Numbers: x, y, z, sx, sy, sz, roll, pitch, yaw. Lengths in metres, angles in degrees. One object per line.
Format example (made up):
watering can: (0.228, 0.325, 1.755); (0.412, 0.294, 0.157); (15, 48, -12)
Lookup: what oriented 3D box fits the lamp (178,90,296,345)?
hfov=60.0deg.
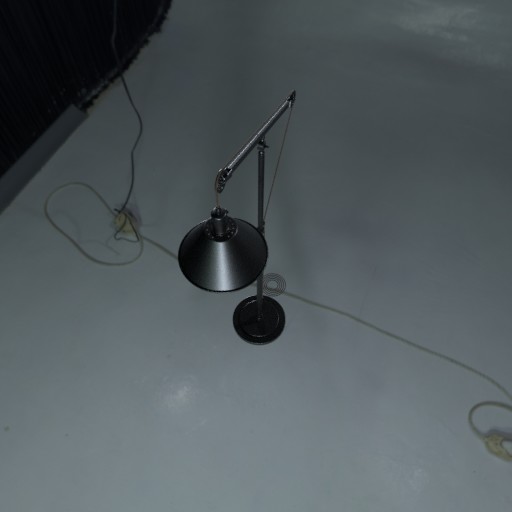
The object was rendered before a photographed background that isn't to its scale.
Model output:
lamp: (0.000, 0.000, 1.974); (0.319, 1.626, 0.904); (17, 59, 10)
